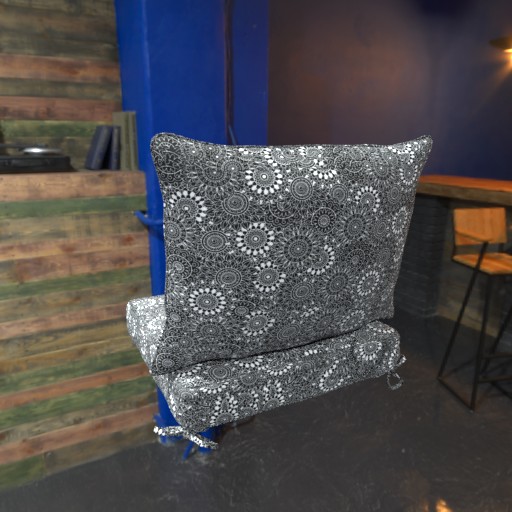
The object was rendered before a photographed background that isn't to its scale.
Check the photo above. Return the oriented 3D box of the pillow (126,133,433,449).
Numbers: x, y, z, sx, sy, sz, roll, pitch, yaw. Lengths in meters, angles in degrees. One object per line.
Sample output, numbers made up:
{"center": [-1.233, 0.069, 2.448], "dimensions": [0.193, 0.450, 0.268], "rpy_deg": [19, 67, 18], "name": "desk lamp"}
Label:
{"center": [0.000, 0.000, 1.356], "dimensions": [0.798, 0.722, 0.740], "rpy_deg": [-8, 17, -26], "name": "pillow"}
